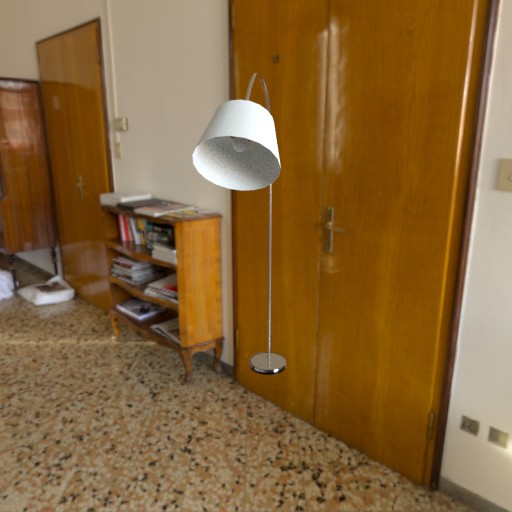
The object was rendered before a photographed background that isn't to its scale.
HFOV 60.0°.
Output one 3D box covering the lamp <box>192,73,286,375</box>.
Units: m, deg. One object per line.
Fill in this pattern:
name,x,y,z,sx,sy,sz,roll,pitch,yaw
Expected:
lamp,0.000,0.000,2.705,0.406,2.098,1.445,2,15,9
